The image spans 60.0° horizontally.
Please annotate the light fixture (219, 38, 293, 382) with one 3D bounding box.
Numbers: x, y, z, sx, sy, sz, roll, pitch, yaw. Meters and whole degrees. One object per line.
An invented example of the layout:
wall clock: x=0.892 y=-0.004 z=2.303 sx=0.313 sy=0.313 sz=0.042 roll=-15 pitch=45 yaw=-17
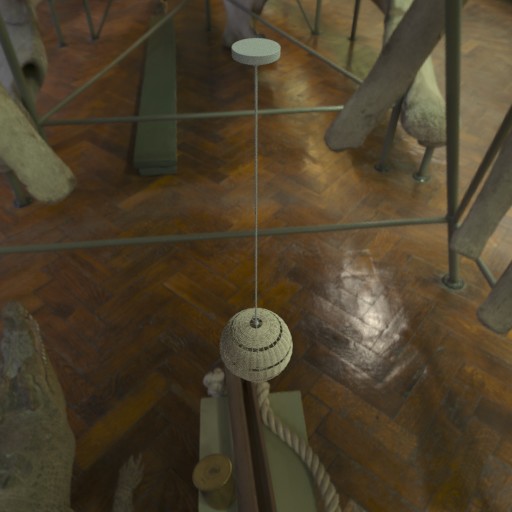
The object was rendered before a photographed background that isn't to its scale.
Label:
light fixture: x=0.000 y=0.000 z=2.229 sx=0.457 sy=2.019 sz=0.457 roll=-3 pitch=45 yaw=-4
